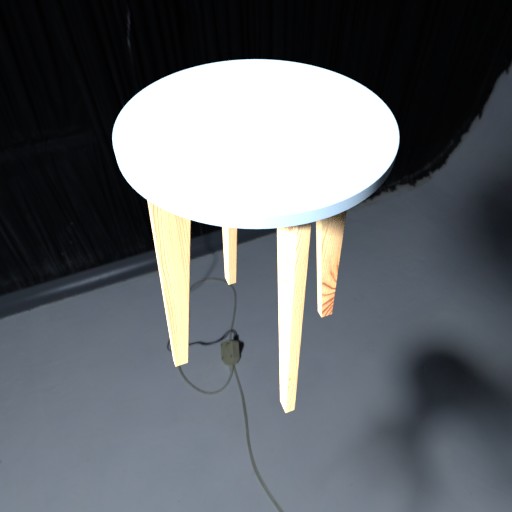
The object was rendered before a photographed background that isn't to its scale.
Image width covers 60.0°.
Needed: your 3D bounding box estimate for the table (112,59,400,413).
[{"bbox_3d":[0.000,0.000,0.737,0.350,0.500,0.350,0,48,0],"label":"table"}]
